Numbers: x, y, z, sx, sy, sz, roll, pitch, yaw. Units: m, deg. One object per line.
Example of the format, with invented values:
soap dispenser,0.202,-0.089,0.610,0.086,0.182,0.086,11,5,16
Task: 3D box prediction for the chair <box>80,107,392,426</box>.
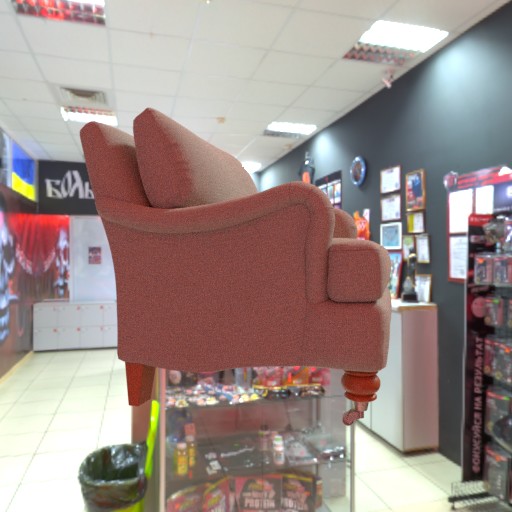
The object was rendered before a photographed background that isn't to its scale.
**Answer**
chair,0.000,0.000,1.834,1.070,1.038,0.955,0,0,17
